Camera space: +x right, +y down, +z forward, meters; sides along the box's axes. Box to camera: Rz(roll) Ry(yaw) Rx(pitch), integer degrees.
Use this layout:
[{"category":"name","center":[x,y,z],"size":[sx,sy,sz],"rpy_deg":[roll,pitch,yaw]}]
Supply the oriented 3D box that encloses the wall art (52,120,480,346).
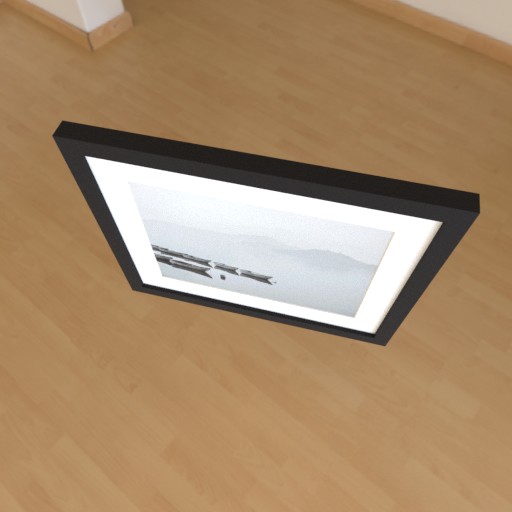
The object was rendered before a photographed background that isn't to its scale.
[{"category":"wall art","center":[0.000,0.000,0.761],"size":[0.554,0.454,0.030],"rpy_deg":[12,59,7]}]
